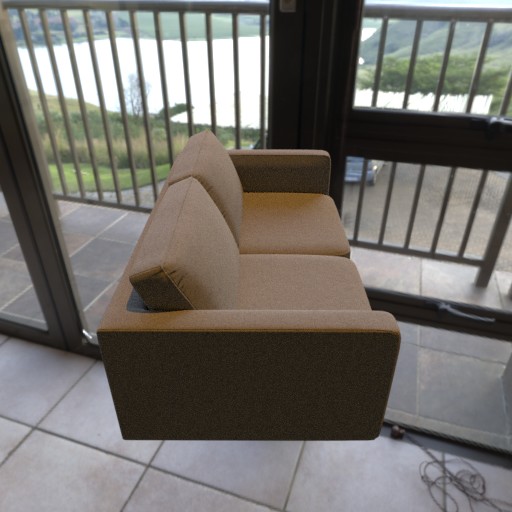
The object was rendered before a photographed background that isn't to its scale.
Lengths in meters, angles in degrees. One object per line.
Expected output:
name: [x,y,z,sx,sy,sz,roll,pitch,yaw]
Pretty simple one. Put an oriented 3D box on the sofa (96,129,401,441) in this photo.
sofa: [0.000,0.000,2.249,1.000,0.900,1.731,0,32,0]
